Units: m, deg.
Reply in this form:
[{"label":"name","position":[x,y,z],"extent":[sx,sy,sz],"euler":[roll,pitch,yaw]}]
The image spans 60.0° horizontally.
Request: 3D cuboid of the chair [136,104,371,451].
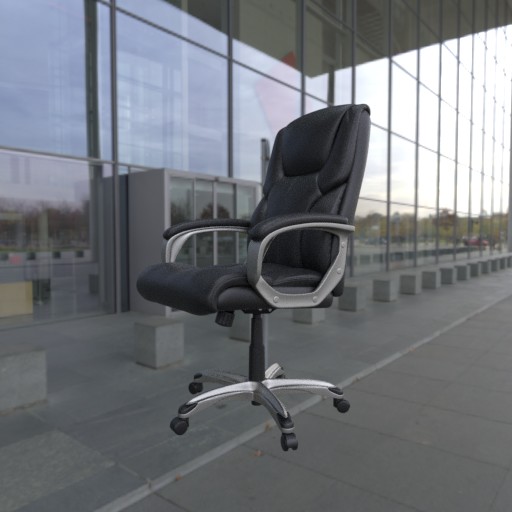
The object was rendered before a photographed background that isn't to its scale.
[{"label":"chair","position":[0.000,0.000,1.620],"extent":[0.739,1.155,0.663],"euler":[-2,3,-36]}]
